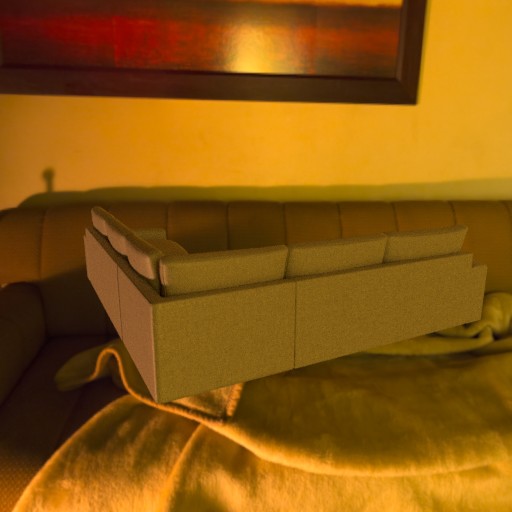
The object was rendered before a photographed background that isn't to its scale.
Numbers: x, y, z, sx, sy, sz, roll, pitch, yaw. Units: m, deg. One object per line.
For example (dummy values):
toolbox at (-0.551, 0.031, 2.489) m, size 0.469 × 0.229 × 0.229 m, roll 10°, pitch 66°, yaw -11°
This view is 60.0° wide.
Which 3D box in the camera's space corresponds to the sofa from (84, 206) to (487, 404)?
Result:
sofa at (0.000, 0.000, 4.036) m, size 2.622 × 0.800 × 2.742 m, roll -7°, pitch 16°, yaw -27°
